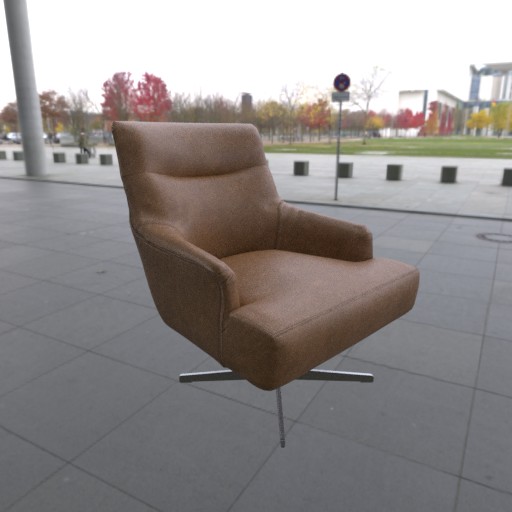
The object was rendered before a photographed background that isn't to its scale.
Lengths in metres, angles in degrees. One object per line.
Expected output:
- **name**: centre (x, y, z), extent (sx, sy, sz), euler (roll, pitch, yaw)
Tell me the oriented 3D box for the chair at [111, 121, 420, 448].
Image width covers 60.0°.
- **chair**: centre (0.000, 0.000, 1.488), extent (0.874, 0.869, 0.729), euler (15, 21, 43)
